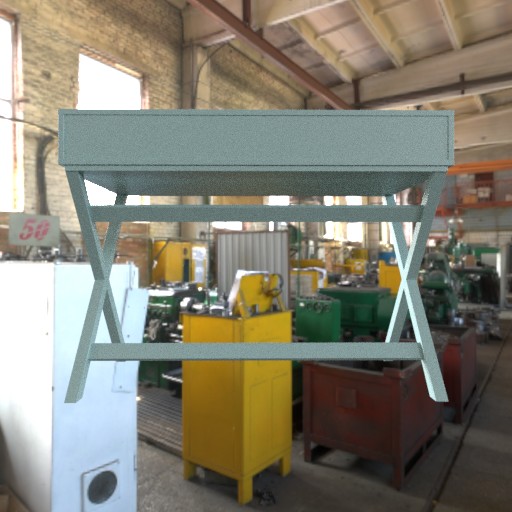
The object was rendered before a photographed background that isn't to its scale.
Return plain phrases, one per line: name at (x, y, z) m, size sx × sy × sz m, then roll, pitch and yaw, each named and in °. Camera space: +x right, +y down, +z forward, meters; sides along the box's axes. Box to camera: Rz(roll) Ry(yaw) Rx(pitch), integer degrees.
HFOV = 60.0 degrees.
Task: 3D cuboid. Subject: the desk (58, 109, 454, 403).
desk at (0.000, 0.000, 1.443) m, size 1.057 × 0.780 × 0.525 m, roll 0°, pitch 0°, yaw -1°
